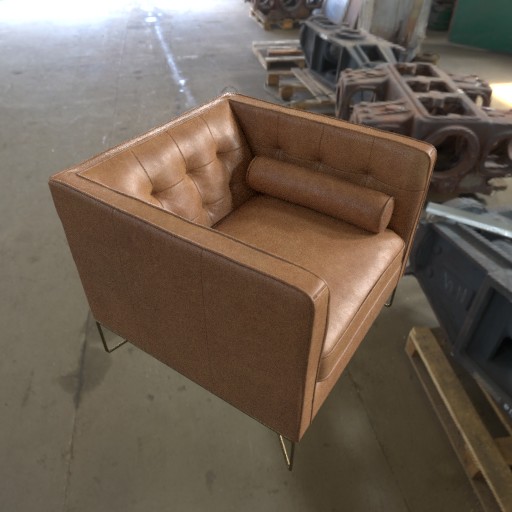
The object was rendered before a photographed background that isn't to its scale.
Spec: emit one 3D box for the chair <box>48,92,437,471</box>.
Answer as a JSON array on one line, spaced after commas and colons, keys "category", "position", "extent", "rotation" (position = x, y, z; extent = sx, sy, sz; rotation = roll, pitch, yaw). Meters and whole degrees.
[{"category": "chair", "position": [0.000, 0.000, 1.640], "extent": [0.912, 0.797, 0.920], "rotation": [23, 45, 26]}]
